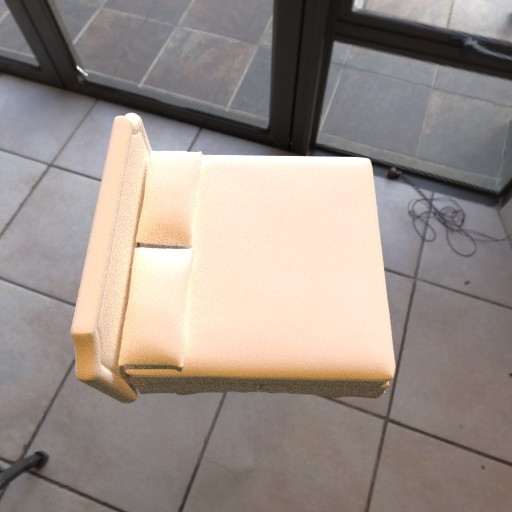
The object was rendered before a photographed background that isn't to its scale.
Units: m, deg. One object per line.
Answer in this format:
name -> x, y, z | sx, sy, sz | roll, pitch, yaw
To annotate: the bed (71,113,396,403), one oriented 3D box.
bed -> 0.000, 0.000, 3.563 | 2.204, 1.301, 2.160 | 1, 64, 0
